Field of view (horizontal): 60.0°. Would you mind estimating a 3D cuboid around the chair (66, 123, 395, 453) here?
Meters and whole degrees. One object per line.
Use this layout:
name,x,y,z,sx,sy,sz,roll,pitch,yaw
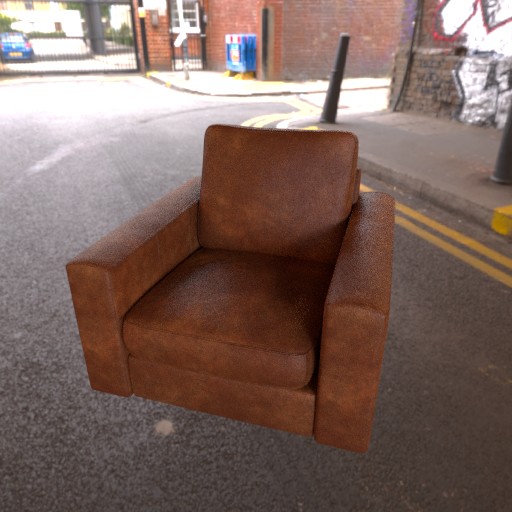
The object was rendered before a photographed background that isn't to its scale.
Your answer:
chair,0.000,0.000,1.727,1.005,0.873,1.016,8,27,15
